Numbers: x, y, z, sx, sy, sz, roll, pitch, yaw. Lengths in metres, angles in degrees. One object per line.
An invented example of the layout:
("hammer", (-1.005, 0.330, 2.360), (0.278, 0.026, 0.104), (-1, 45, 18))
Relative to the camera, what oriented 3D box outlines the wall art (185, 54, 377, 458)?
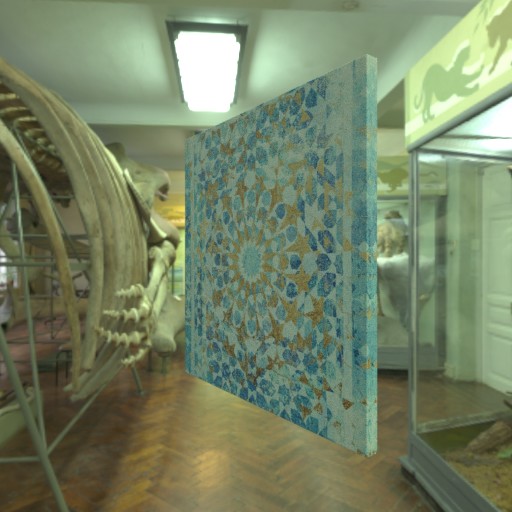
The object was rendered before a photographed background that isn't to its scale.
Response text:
("wall art", (0.000, 0.000, 1.388), (0.040, 0.916, 0.916), (0, 0, -36))
